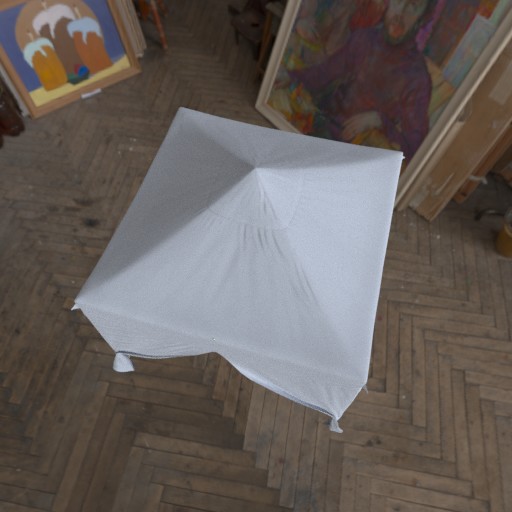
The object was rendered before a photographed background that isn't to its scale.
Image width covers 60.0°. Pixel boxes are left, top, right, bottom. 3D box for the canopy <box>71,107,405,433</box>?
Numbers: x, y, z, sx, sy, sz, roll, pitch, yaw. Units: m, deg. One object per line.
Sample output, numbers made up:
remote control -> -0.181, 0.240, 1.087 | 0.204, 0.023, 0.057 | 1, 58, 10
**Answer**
canopy -> 0.000, 0.000, 5.419 | 3.043, 2.997, 3.121 | 14, 60, 8
